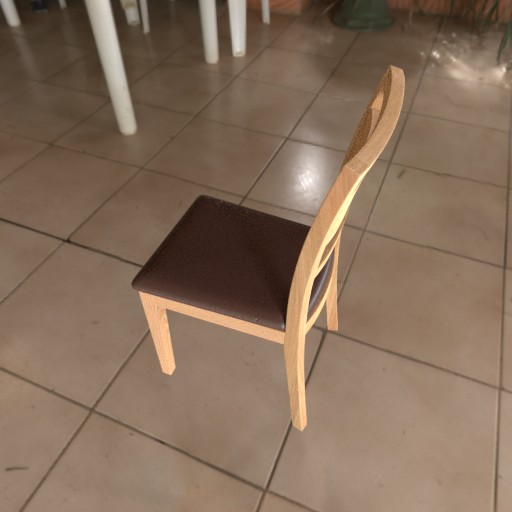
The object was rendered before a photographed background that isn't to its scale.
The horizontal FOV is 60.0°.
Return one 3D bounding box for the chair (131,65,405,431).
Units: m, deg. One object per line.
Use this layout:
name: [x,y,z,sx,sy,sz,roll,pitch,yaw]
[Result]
chair: [0.000,0.000,1.189,0.545,0.940,0.420,16,48,15]
